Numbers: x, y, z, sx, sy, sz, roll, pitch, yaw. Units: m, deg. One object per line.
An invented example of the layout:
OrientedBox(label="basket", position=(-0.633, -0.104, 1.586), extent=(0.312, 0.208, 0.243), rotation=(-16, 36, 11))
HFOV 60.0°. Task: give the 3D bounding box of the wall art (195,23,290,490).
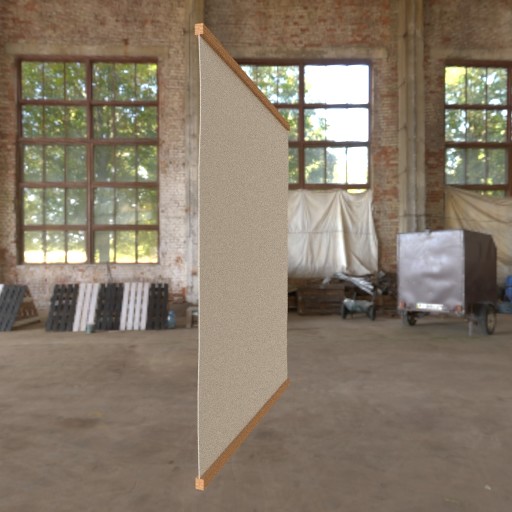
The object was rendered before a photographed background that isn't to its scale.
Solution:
OrientedBox(label="wall art", position=(0.000, 0.000, 0.675), extent=(0.010, 0.507, 0.404), rotation=(0, 1, 18))
